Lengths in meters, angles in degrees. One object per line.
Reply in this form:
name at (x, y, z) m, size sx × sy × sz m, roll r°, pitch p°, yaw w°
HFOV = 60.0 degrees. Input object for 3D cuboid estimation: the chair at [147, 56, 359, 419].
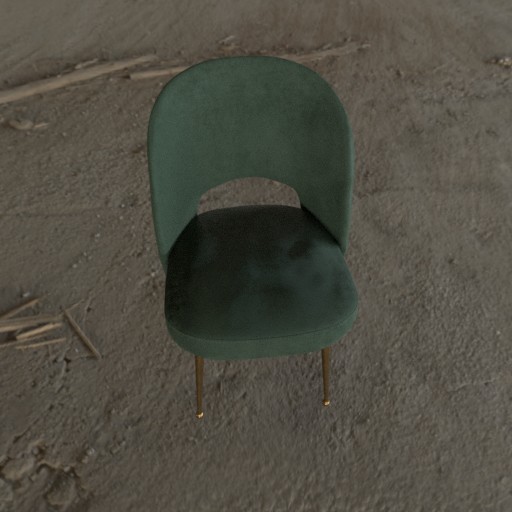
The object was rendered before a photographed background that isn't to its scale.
chair at (0.000, 0.000, 1.227) m, size 0.527 × 0.860 × 0.577 m, roll -4°, pitch 47°, yaw -4°
